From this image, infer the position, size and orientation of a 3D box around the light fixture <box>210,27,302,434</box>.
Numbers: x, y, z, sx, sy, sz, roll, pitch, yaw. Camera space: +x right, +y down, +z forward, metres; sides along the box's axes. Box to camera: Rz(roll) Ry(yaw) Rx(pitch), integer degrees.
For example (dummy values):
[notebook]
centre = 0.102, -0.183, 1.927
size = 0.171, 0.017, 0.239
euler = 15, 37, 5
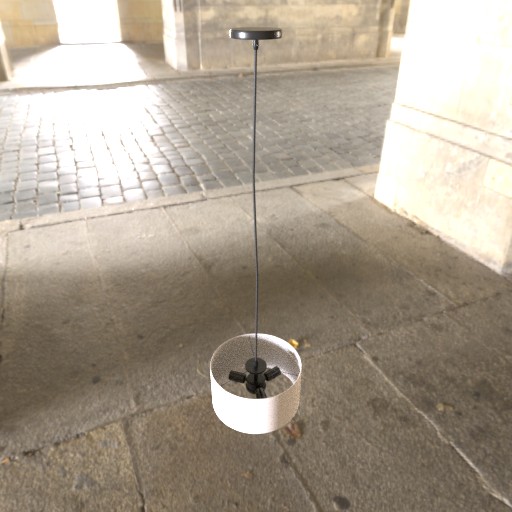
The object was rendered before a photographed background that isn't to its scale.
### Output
[light fixture]
centre = 0.000, 0.000, 1.659
size = 0.399, 1.516, 0.399
euler = 0, 31, 0
